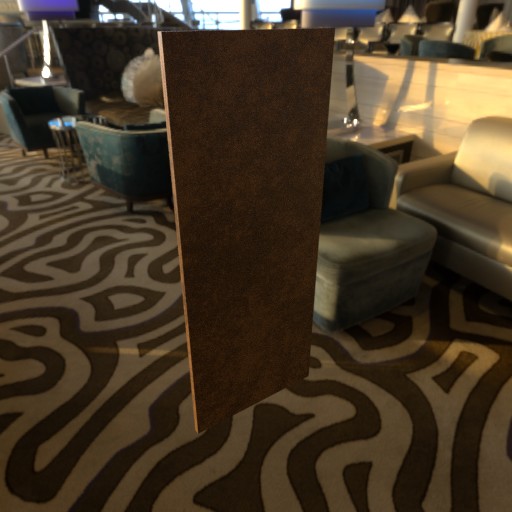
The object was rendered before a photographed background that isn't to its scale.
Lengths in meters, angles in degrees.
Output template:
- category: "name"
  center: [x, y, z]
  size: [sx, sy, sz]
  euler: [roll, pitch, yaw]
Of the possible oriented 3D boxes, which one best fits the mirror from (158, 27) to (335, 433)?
- category: "mirror"
  center: [0.000, 0.000, 2.231]
  size: [0.812, 2.031, 0.032]
  euler: [-18, 34, -29]
